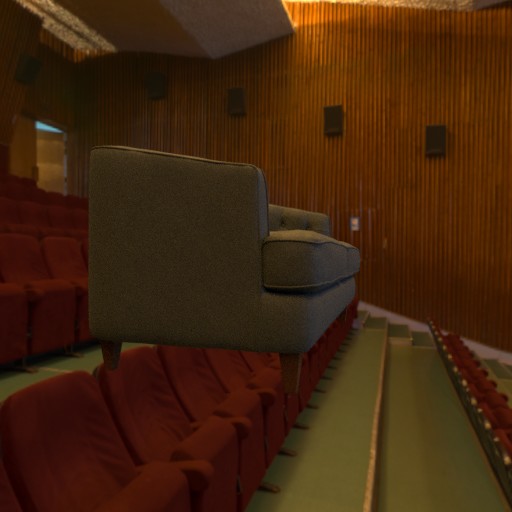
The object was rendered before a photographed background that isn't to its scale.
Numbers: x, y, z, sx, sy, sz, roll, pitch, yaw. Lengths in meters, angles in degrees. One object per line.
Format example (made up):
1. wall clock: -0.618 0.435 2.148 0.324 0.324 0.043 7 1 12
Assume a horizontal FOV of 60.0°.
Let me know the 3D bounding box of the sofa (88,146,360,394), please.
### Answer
1. sofa: 0.000 0.000 2.240 0.941 0.855 1.733 0 0 17
